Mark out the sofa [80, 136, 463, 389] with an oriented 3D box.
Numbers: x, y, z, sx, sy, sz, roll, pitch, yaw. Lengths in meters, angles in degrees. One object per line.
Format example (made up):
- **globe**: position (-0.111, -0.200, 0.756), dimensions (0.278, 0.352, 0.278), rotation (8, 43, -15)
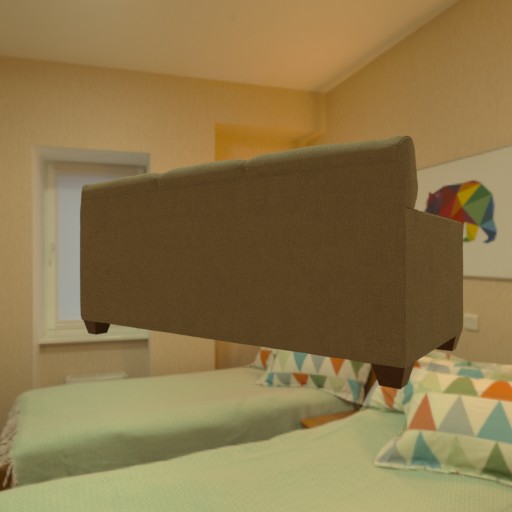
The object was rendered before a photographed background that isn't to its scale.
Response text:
- **sofa**: position (0.000, 0.000, 2.529), dimensions (2.024, 0.958, 0.997), rotation (0, 0, 36)
